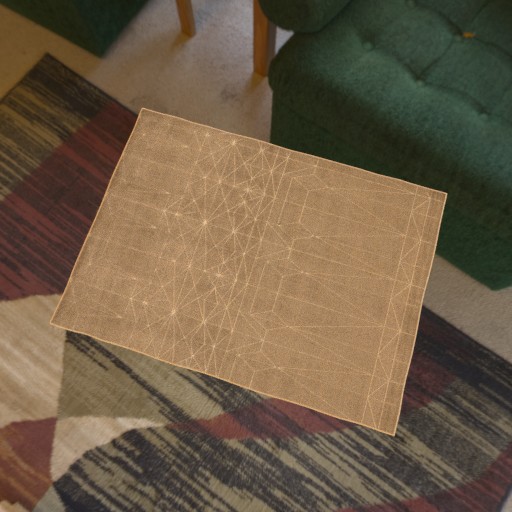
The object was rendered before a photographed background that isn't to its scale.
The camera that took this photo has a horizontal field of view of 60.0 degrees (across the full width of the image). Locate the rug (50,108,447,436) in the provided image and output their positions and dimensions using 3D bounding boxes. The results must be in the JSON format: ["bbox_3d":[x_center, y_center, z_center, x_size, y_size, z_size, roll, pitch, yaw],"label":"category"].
[{"bbox_3d":[0.000,0.000,4.378,3.357,0.019,2.449,17,76,4],"label":"rug"}]
